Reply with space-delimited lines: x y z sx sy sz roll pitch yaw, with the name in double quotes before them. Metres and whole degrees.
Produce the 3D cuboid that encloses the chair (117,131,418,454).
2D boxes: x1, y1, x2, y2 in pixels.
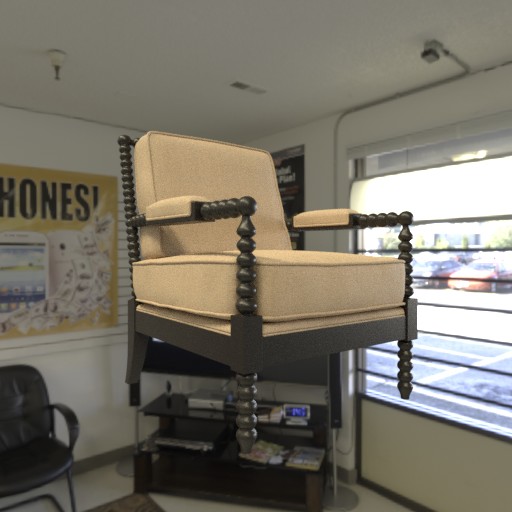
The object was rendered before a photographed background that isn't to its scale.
"chair" 0.000 0.000 1.181 0.555 0.703 0.657 0 1 -37
